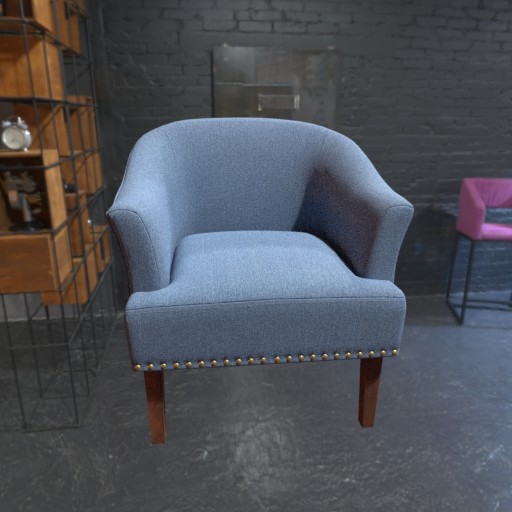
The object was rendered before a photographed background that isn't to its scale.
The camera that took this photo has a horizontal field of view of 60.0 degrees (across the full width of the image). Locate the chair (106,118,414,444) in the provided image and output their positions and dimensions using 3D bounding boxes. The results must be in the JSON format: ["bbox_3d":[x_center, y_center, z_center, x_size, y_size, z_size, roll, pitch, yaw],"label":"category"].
[{"bbox_3d":[0.000,0.000,1.361,0.772,0.815,0.704,-2,17,-6],"label":"chair"}]
